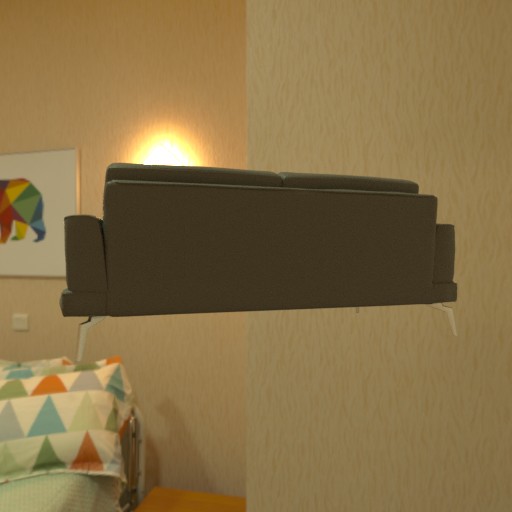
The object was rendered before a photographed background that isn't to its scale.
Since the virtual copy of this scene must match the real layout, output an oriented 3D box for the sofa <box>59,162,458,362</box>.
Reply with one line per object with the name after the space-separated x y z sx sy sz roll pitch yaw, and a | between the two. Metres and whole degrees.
0.000 0.000 2.756 2.177 0.930 1.121 0 0 -17 | sofa
